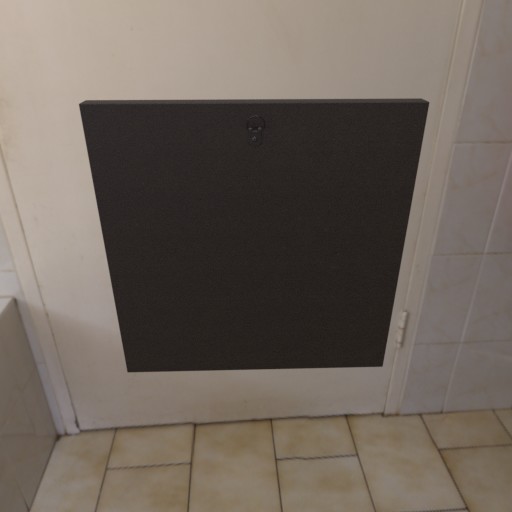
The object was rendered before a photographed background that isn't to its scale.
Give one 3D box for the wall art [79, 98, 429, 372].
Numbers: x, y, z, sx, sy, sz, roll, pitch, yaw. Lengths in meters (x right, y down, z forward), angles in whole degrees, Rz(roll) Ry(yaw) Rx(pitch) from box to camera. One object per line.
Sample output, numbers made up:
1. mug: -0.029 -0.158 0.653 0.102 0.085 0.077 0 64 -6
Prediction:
1. wall art: 0.000 0.000 0.526 0.349 0.349 0.038 -1 28 -2
